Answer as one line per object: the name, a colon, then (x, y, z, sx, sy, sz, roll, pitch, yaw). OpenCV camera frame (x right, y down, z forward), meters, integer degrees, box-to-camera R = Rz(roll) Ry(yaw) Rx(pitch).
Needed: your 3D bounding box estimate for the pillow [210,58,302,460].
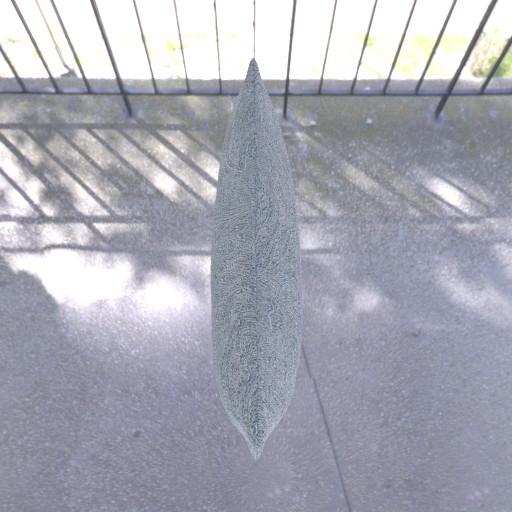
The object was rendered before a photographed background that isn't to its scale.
pillow: (0.000, 0.000, 0.749, 0.151, 0.295, 0.615, -1, 63, 0)
